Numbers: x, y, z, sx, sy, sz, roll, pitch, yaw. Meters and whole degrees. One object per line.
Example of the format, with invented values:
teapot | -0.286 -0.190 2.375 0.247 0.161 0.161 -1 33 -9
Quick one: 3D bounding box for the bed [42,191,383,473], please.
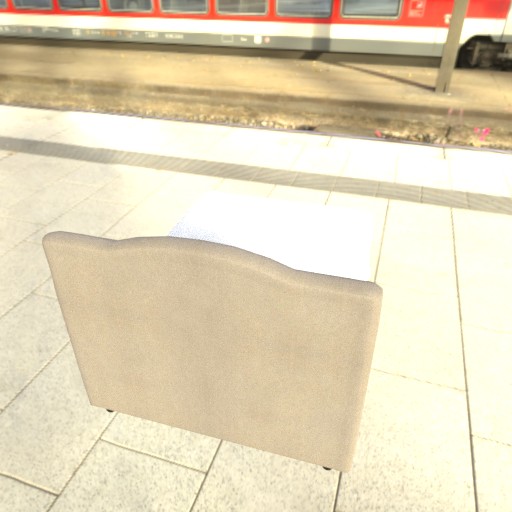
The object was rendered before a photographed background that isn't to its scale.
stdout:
bed | 0.000 0.000 3.221 1.744 1.441 2.128 9 35 13
